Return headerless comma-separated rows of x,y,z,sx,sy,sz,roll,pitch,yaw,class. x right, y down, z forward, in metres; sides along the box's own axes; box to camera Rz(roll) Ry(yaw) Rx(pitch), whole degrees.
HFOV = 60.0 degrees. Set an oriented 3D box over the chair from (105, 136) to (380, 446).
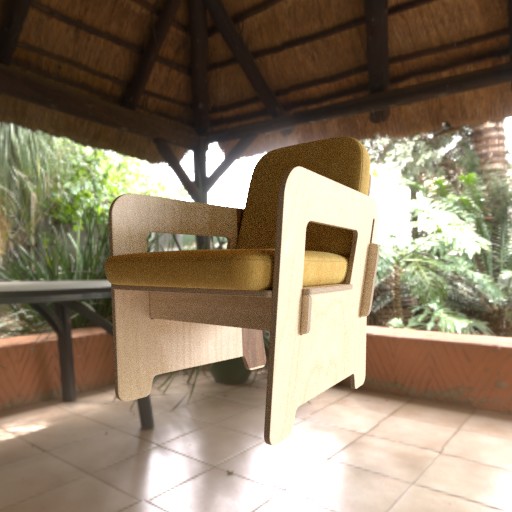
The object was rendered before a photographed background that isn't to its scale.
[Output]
0.000,0.000,1.291,0.590,0.800,0.710,-1,-2,37,chair
